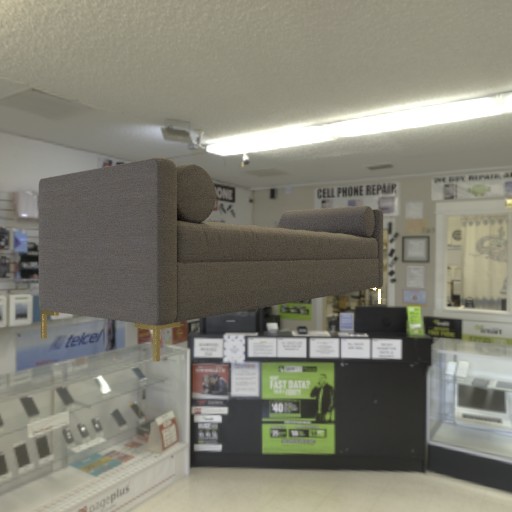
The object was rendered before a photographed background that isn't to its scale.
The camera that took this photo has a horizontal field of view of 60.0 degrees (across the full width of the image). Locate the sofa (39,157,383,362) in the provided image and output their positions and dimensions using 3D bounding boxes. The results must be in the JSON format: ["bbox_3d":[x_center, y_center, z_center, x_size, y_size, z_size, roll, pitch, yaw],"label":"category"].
[{"bbox_3d":[0.000,0.000,2.332,0.686,0.635,1.981,0,0,35],"label":"sofa"}]
